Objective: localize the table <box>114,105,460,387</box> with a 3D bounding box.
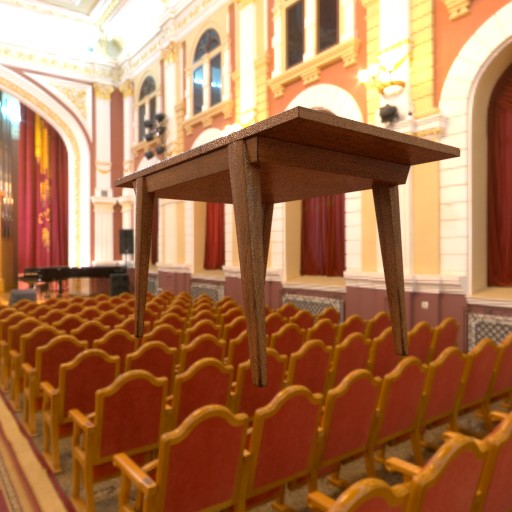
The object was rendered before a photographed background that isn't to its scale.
[{"bbox_3d":[0.000,0.000,1.901,0.757,0.760,1.400,0,0,-36],"label":"table"}]
